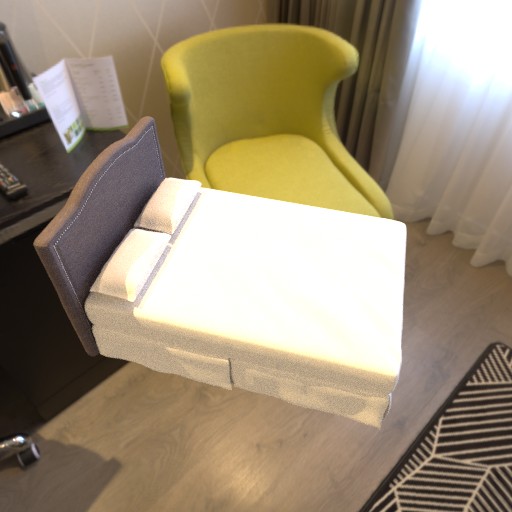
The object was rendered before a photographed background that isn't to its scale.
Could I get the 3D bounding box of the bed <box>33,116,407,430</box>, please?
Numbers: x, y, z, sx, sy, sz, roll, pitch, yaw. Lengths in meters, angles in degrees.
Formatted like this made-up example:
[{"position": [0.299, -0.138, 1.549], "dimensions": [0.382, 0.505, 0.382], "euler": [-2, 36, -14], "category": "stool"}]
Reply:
[{"position": [0.000, 0.000, 3.609], "dimensions": [2.507, 1.441, 1.741], "euler": [11, 48, 10], "category": "bed"}]
